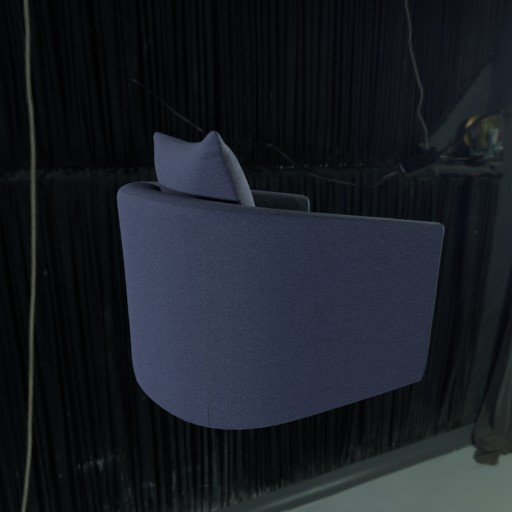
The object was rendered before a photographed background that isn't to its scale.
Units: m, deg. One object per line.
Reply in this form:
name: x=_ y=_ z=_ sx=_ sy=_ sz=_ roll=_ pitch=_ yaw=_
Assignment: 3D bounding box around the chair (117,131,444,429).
chair: x=0.000 y=0.000 z=1.570 sx=0.910 sy=0.848 sz=0.845 roll=-7 pitch=16 yaw=-25
